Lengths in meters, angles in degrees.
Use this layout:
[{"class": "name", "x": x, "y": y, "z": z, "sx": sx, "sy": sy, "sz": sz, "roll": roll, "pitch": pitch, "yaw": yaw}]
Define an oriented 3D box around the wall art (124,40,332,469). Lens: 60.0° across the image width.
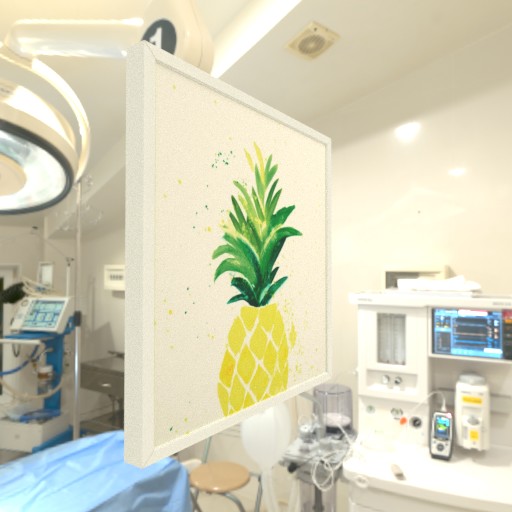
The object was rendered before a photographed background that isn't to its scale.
[{"class": "wall art", "x": 0.000, "y": 0.000, "z": 0.448, "sx": 0.020, "sy": 0.307, "sz": 0.307, "roll": -1, "pitch": -1, "yaw": 35}]
